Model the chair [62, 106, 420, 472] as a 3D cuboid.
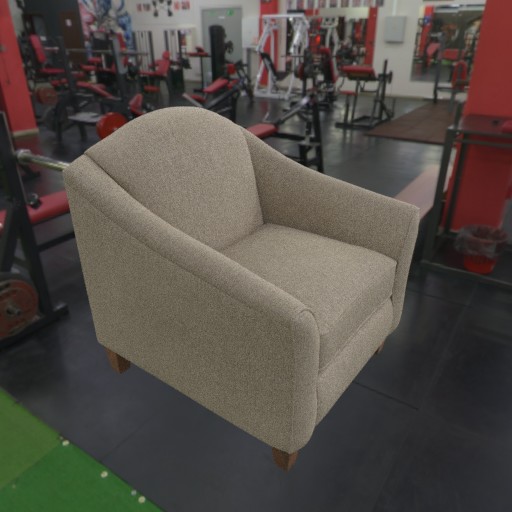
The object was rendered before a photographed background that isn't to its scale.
[{"bbox_3d":[0.000,0.000,1.406,0.787,0.839,0.763,19,33,32],"label":"chair"}]
